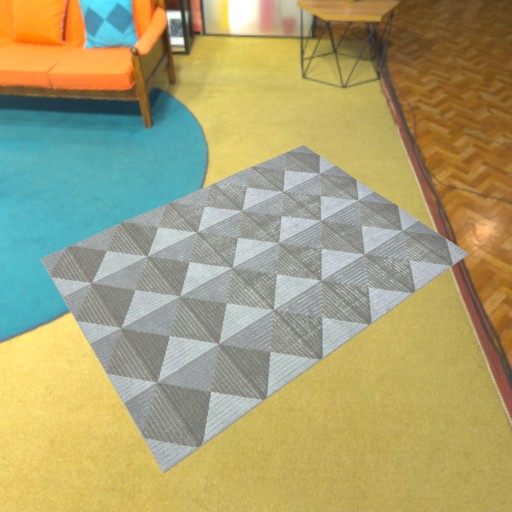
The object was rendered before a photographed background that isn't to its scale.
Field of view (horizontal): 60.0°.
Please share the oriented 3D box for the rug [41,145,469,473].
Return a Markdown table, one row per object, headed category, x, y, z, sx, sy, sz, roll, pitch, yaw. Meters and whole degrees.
| category | x | y | z | sx | sy | sz | roll | pitch | yaw |
| --- | --- | --- | --- | --- | --- | --- | --- | --- | --- |
| rug | 0.000 | 0.000 | 4.255 | 3.333 | 0.027 | 2.428 | -28 | 52 | -25 |
